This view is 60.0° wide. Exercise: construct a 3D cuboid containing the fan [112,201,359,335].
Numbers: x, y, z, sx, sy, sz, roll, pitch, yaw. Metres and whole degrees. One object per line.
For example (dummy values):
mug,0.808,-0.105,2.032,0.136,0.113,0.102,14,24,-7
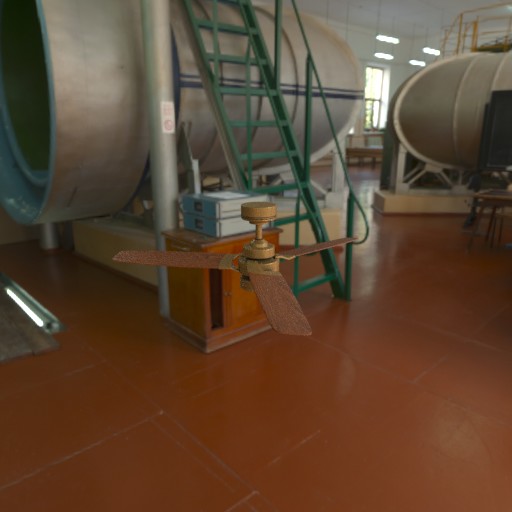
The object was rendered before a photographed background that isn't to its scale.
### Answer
fan,0.000,0.000,2.045,1.416,0.425,1.271,-2,17,-8
